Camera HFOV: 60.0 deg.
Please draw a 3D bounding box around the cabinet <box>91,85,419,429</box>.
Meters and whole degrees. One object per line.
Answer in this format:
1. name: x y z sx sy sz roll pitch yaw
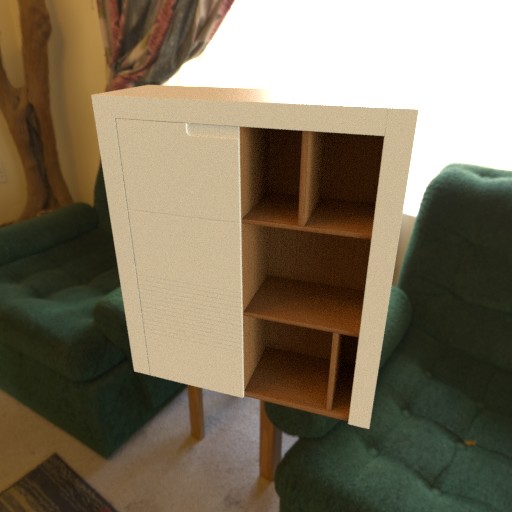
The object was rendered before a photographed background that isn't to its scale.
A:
1. cabinet: 0.000 0.000 1.670 0.990 1.150 0.348 8 28 17
